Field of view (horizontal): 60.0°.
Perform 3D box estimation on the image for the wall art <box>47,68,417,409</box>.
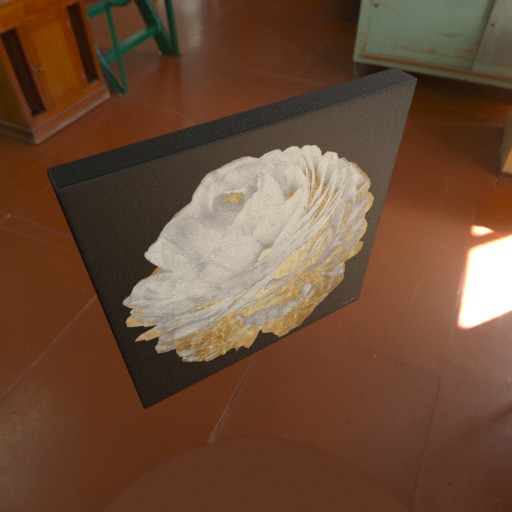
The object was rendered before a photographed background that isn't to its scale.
[{"bbox_3d":[0.000,0.000,0.592,0.406,0.407,0.041,-23,50,-21],"label":"wall art"}]
